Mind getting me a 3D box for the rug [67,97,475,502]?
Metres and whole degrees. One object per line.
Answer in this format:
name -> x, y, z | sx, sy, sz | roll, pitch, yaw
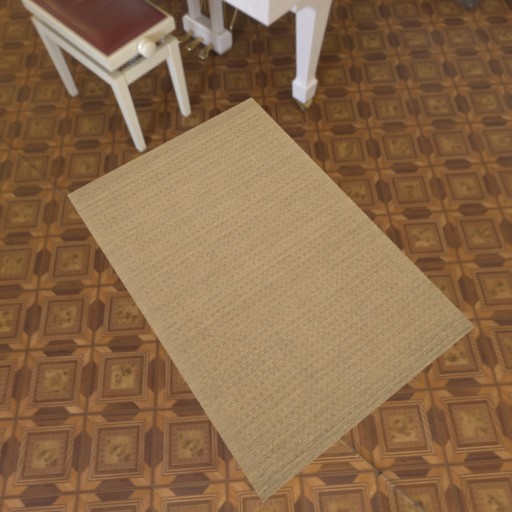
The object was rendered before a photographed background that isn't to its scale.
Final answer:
rug -> 0.000, 0.000, 3.606 | 1.981, 0.006, 2.895 | -33, 68, -15
